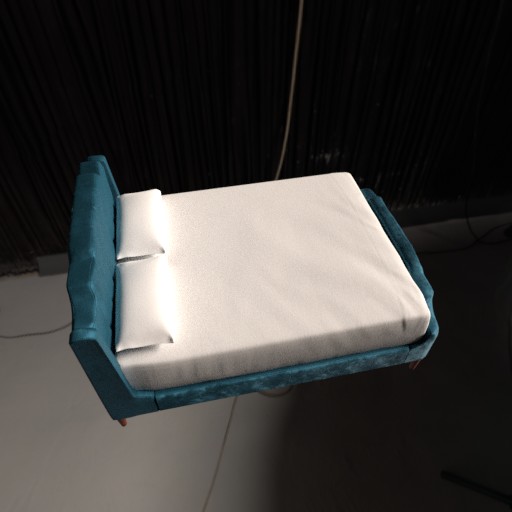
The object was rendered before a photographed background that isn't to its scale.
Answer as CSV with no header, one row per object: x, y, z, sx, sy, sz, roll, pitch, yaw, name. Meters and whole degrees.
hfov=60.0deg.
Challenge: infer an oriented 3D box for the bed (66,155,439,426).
0.000,0.000,3.320,2.322,1.338,1.678,-9,48,-8,bed
